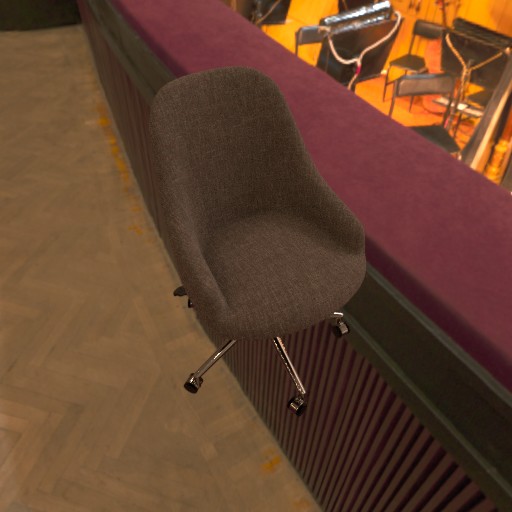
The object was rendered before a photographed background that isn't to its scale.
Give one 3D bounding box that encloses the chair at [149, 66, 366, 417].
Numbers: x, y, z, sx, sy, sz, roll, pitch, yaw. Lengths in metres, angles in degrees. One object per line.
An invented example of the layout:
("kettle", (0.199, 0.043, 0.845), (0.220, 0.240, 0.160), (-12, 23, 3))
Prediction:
("chair", (0.000, 0.000, 1.439), (0.671, 0.950, 0.712), (-23, 49, -21))
